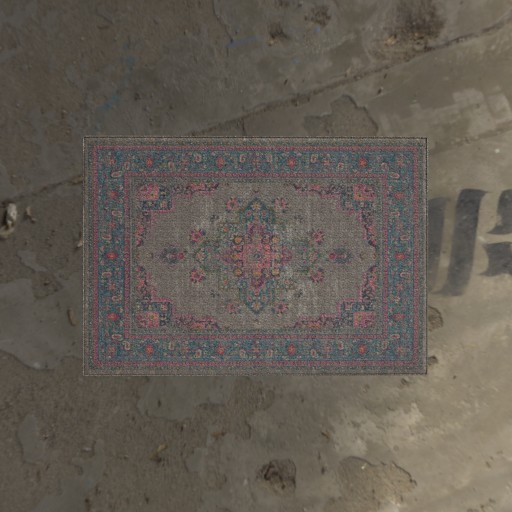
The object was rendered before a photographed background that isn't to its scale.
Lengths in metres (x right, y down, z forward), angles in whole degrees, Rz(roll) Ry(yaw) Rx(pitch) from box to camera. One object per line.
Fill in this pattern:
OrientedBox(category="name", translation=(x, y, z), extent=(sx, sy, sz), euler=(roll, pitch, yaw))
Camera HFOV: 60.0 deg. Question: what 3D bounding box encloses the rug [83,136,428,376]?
OrientedBox(category="rug", translation=(0.000, 0.000, 3.712), extent=(2.890, 0.013, 2.005), euler=(0, 90, -1))
